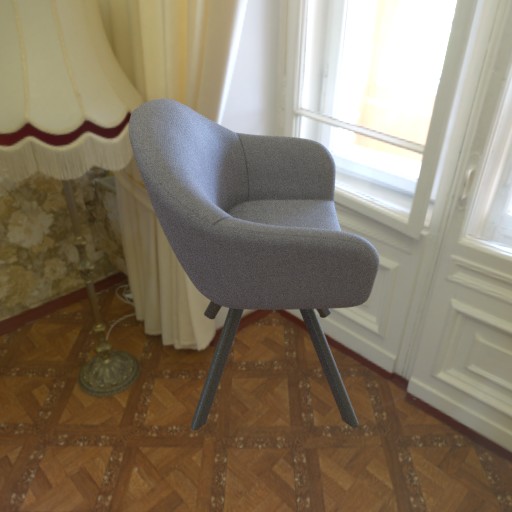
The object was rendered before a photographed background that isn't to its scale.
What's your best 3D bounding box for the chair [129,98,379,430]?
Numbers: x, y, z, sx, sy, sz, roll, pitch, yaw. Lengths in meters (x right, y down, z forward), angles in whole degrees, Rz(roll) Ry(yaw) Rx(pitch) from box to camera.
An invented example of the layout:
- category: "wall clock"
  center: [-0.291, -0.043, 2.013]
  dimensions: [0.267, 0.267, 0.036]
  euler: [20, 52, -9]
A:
- category: "chair"
  center: [0.000, 0.000, 1.187]
  dimensions: [0.550, 0.795, 0.590]
  euler: [-1, 33, -1]
